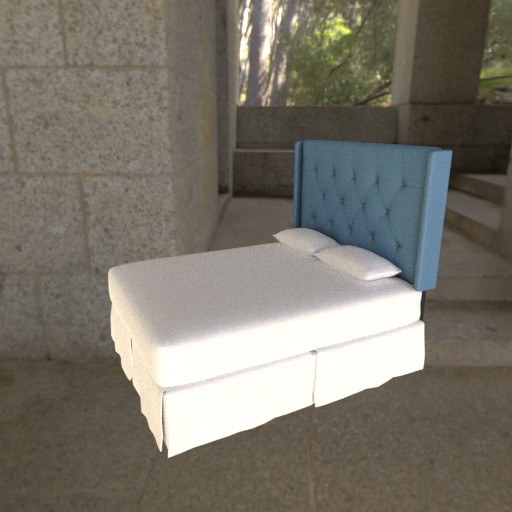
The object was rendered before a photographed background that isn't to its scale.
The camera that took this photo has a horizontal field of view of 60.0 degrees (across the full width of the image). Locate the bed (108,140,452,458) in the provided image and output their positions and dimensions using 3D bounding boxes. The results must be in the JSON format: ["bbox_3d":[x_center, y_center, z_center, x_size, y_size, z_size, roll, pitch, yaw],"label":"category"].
[{"bbox_3d":[0.000,0.000,3.423,2.078,1.665,1.719,-8,19,-26],"label":"bed"}]
